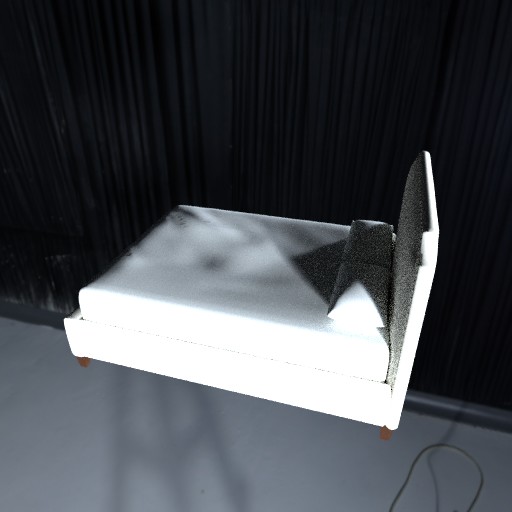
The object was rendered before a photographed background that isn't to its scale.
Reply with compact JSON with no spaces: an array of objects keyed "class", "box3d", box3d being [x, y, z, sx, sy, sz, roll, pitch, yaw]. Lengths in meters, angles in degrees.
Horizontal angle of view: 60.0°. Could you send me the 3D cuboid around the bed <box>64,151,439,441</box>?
[{"class":"bed","box3d":[0.000,0.000,3.410,2.365,1.443,1.712,9,31,15]}]
